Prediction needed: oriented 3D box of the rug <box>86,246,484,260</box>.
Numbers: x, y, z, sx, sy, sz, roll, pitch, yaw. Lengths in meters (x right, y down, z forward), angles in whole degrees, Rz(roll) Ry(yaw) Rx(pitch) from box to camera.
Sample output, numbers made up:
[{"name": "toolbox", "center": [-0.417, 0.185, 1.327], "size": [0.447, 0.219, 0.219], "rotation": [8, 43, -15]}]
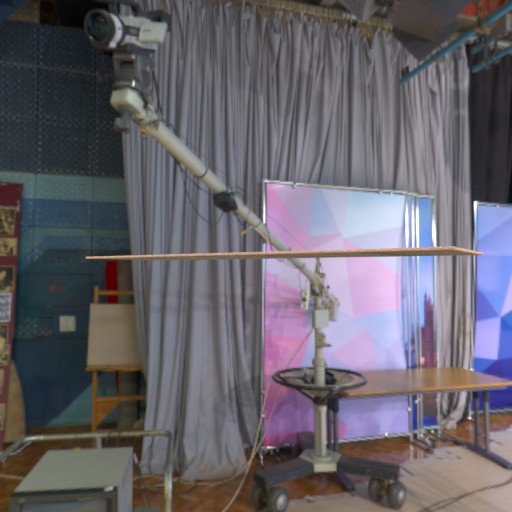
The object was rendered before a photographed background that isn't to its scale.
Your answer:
[{"name": "rug", "center": [0.000, 0.000, 2.745], "size": [2.435, 0.015, 0.760], "rotation": [-1, -2, 35]}]
